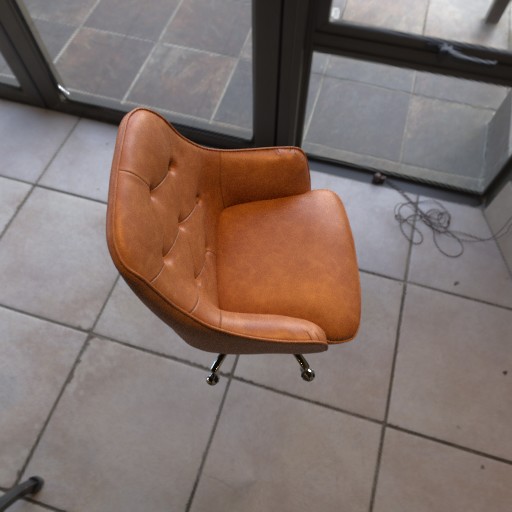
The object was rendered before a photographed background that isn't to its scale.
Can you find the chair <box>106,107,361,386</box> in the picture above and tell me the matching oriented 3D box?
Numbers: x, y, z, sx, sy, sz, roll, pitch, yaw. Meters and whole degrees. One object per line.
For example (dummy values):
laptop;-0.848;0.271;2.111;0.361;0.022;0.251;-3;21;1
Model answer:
chair;0.000;0.000;1.329;0.615;0.909;0.628;-2;63;-1
